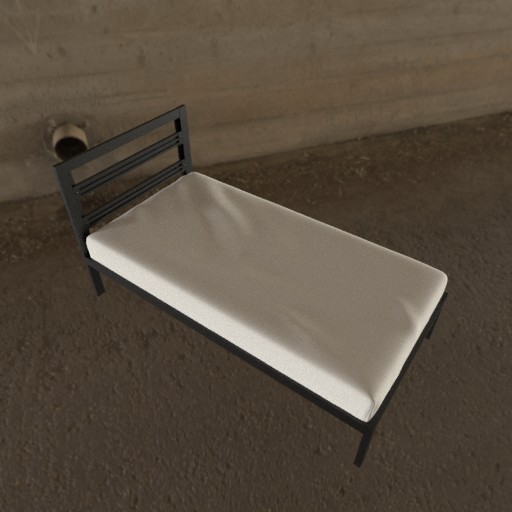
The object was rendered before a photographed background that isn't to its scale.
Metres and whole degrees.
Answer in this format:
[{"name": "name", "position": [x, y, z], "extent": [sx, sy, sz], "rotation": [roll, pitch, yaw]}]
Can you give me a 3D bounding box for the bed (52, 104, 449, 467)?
[{"name": "bed", "position": [0.000, 0.000, 2.504], "extent": [1.930, 0.967, 0.991], "rotation": [26, 47, 26]}]
